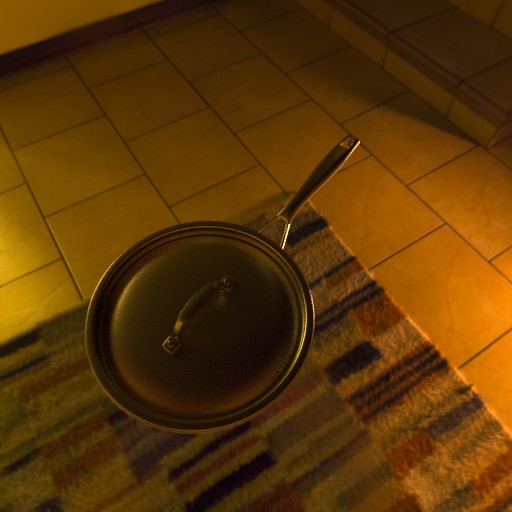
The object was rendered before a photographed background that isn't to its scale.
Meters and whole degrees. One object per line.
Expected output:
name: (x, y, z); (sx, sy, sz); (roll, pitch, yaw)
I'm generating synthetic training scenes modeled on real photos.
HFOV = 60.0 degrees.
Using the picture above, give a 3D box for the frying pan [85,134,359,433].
frying pan: (0.000, 0.000, 0.585); (0.272, 0.086, 0.490); (33, 63, 19)
